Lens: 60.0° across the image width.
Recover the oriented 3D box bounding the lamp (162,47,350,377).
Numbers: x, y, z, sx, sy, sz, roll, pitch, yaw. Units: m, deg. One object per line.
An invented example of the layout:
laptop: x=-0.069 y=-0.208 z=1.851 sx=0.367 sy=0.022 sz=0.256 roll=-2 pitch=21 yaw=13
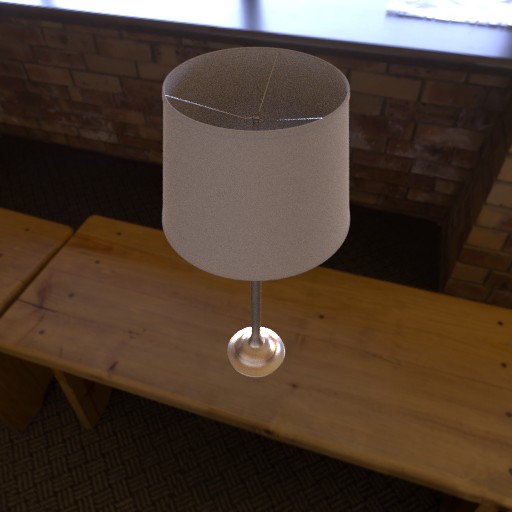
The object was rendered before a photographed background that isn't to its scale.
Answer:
lamp: x=0.000 y=0.000 z=0.874 sx=0.331 sy=0.698 sz=0.331 roll=0 pitch=46 yaw=0
